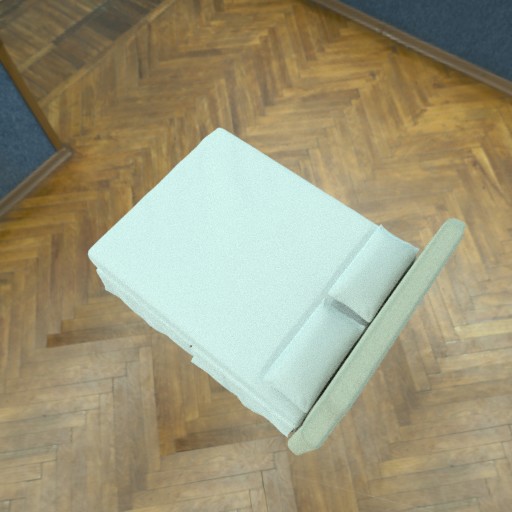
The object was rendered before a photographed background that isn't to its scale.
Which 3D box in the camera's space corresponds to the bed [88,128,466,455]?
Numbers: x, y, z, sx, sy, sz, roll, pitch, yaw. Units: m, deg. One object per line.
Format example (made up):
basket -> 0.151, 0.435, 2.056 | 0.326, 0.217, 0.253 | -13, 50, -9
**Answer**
bed -> 0.000, 0.000, 3.213 | 2.116, 1.290, 1.693 | 35, 70, 15
